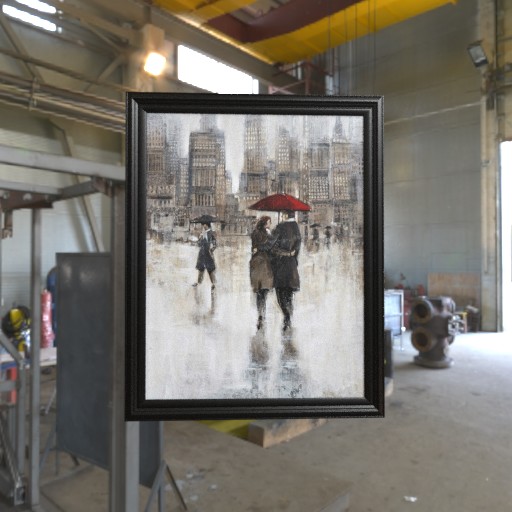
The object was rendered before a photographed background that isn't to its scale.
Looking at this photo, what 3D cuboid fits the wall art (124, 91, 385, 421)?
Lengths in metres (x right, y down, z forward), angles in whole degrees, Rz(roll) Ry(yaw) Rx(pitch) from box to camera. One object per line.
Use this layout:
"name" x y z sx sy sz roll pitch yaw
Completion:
"wall art" 0.000 0.000 1.644 0.950 1.194 0.053 0 -1 -2
